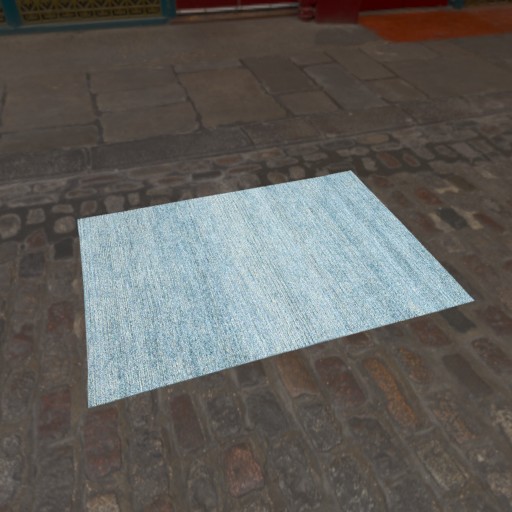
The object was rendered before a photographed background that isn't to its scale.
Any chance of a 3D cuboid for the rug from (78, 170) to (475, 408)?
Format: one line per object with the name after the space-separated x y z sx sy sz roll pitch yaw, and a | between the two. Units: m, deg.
0.000 0.000 2.976 2.260 0.026 1.611 -12 43 -14 | rug
